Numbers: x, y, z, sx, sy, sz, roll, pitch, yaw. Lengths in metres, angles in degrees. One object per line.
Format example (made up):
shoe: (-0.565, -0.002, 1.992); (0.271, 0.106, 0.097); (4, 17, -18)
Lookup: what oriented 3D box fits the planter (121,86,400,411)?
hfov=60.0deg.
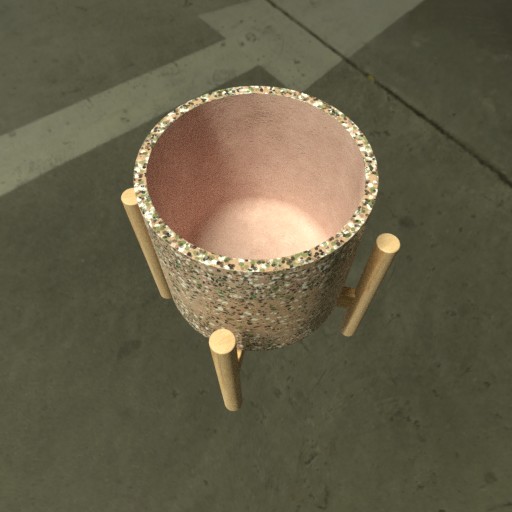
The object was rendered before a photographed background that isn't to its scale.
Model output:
planter: (0.000, 0.000, 0.542); (0.284, 0.320, 0.284); (31, 64, 17)
